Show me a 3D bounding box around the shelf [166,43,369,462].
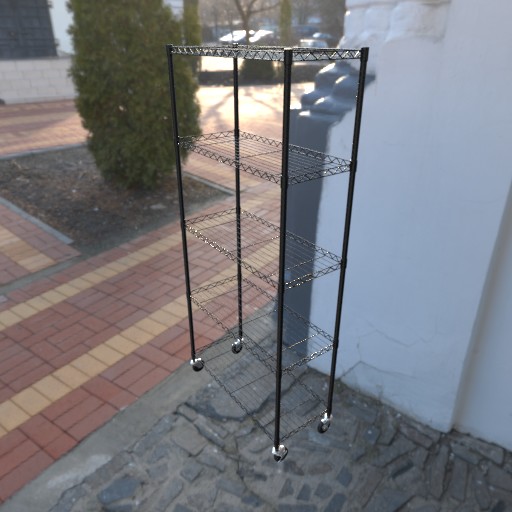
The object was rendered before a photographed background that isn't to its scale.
[{"bbox_3d":[0.000,0.000,1.918,0.356,1.645,0.762,-18,32,-32],"label":"shelf"}]
